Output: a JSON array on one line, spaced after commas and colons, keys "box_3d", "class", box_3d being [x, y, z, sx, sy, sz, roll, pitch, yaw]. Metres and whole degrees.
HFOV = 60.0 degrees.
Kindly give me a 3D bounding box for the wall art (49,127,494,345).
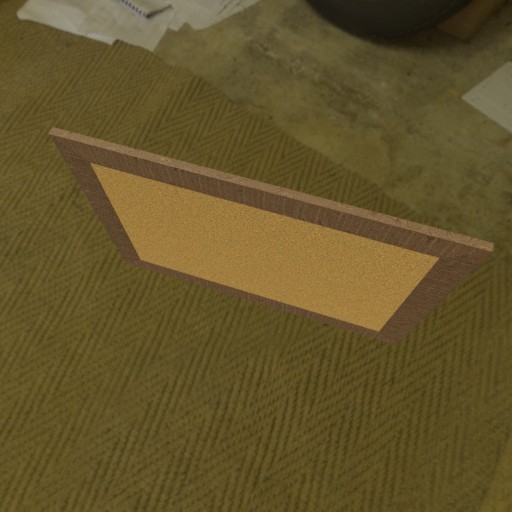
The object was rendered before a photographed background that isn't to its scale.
[{"box_3d": [0.000, 0.000, 1.158, 0.917, 0.626, 0.019, 16, 64, 8], "class": "wall art"}]
